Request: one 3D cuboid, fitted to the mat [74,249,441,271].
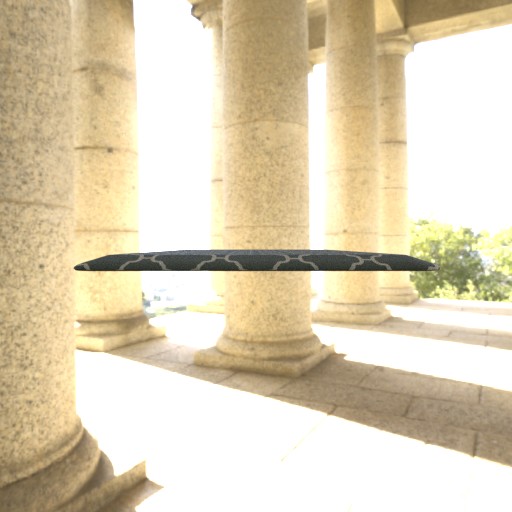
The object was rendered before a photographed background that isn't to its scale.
[{"bbox_3d":[0.000,0.000,0.961,0.508,0.021,0.762,0,1,0],"label":"mat"}]
